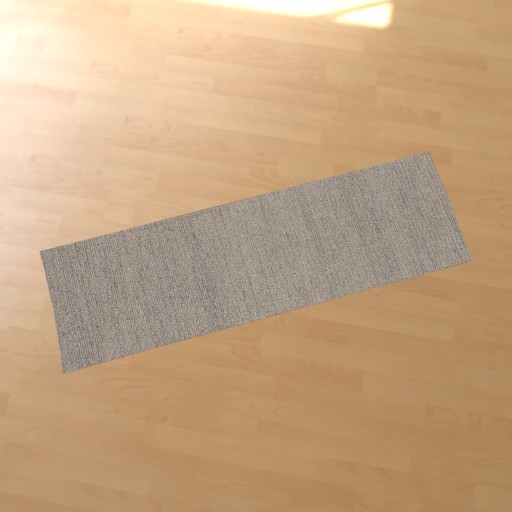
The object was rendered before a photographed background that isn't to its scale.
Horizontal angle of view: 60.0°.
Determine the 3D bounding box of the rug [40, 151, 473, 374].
[{"bbox_3d":[0.000,0.000,2.469,2.320,0.032,0.692,-15,77,-4],"label":"rug"}]
